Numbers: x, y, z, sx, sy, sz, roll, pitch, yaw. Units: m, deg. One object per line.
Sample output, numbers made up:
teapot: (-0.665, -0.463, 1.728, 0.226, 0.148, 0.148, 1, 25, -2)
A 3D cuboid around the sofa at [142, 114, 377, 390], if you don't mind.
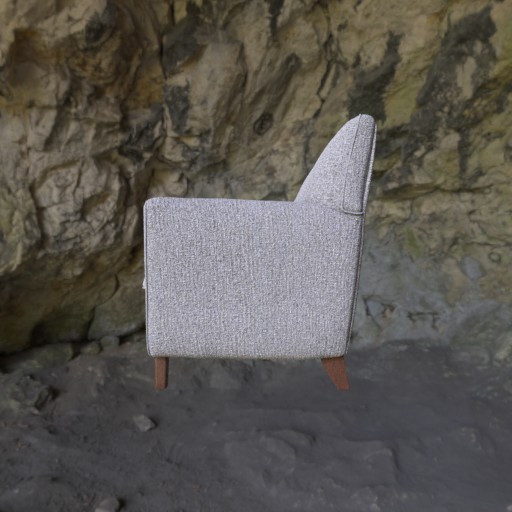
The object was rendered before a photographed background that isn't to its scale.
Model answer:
sofa: (0.000, 0.000, 2.477, 0.854, 0.942, 2.026, 0, -1, 1)
